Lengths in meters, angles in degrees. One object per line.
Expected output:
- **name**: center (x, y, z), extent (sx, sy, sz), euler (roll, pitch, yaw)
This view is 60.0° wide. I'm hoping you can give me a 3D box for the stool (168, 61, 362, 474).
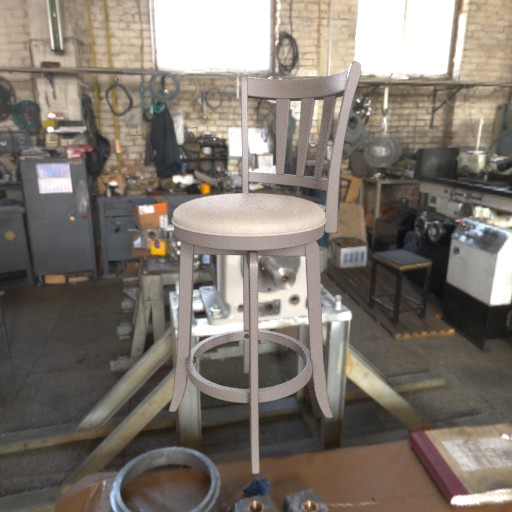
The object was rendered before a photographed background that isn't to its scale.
- **stool**: center (0.000, 0.000, 1.275), extent (0.436, 1.023, 0.475), euler (16, 22, 43)
